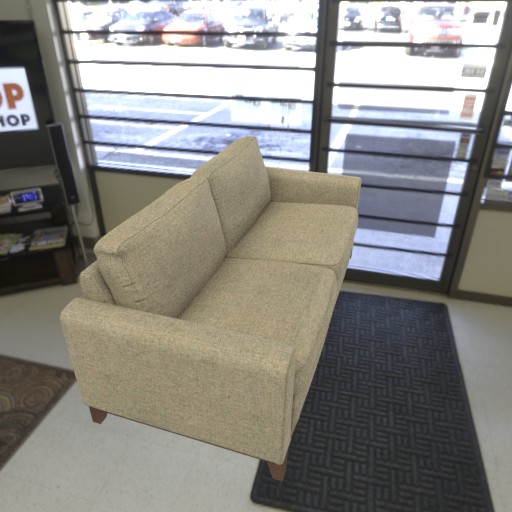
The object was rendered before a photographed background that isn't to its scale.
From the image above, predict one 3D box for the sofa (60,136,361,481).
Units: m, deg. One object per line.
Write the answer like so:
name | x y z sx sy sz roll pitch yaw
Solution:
sofa | 0.000 0.000 2.481 0.969 0.892 1.978 10 31 16
